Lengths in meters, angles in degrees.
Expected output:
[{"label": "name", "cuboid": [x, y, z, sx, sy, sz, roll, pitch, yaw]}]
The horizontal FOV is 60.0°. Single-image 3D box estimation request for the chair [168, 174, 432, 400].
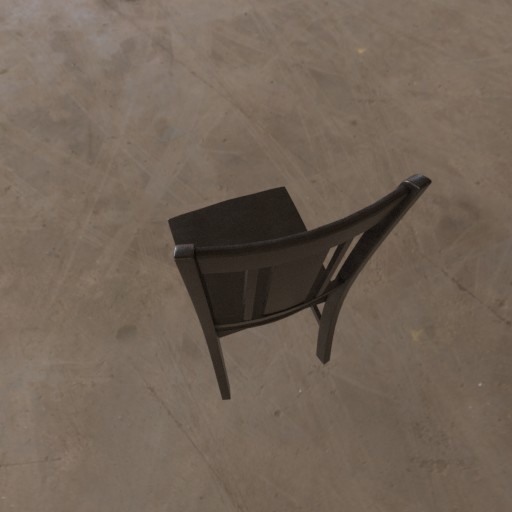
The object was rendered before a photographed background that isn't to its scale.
[{"label": "chair", "cuboid": [0.000, 0.000, 1.257, 0.450, 0.998, 0.555, -17, 60, -10]}]
